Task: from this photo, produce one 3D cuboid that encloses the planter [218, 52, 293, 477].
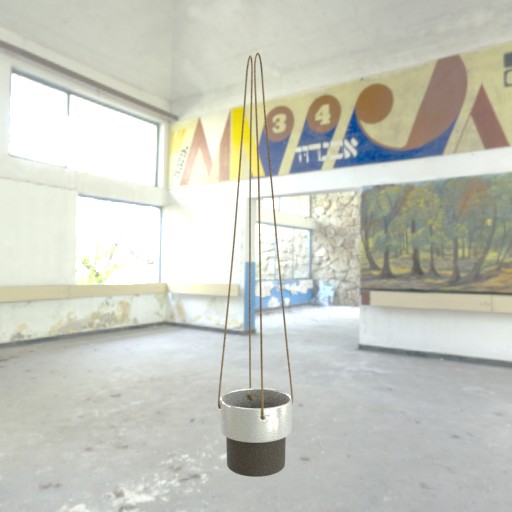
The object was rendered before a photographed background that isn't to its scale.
[{"bbox_3d":[0.000,0.000,1.160,0.187,1.073,0.187,-1,-2,35],"label":"planter"}]
